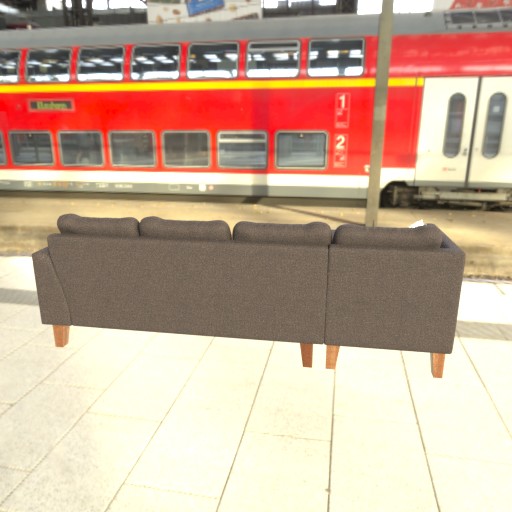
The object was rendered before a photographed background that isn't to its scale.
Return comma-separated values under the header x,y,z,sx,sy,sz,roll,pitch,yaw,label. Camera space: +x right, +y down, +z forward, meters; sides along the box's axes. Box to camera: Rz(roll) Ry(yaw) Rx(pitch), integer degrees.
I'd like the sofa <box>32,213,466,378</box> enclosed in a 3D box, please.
x,y,z,sx,sy,sz,roll,pitch,yaw,label
0.000,0.000,3.600,2.679,0.932,1.829,3,17,9,sofa
